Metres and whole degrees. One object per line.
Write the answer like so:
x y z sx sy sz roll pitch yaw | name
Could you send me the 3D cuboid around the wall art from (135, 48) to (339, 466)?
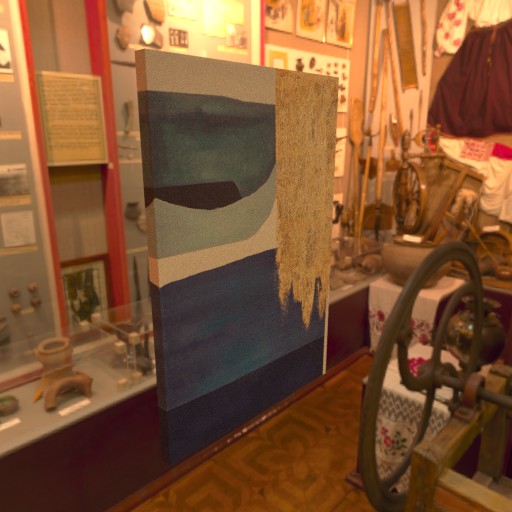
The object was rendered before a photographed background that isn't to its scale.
0.000 0.000 1.148 0.607 0.911 0.039 -15 21 -43 | wall art
